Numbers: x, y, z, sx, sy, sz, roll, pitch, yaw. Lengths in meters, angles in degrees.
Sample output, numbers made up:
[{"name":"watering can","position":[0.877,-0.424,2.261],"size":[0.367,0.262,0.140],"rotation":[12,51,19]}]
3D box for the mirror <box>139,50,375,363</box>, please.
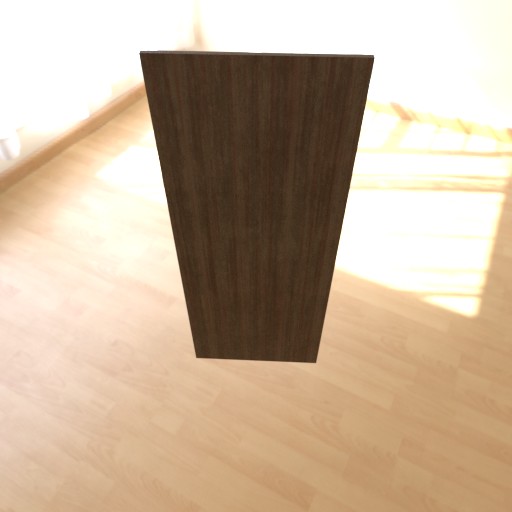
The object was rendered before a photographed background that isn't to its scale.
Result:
[{"name":"mirror","position":[0.000,0.000,2.269],"size":[0.812,2.032,0.025],"rotation":[2,47,2]}]
